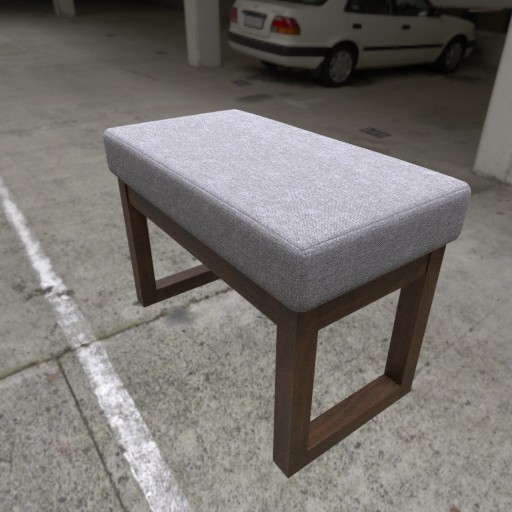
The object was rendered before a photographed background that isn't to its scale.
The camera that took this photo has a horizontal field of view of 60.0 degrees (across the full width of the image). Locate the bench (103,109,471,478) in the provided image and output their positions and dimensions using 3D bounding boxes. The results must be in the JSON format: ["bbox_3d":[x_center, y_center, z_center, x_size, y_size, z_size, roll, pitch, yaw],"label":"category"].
[{"bbox_3d":[0.000,0.000,0.950,0.366,0.467,0.681,-20,36,-31],"label":"bench"}]
